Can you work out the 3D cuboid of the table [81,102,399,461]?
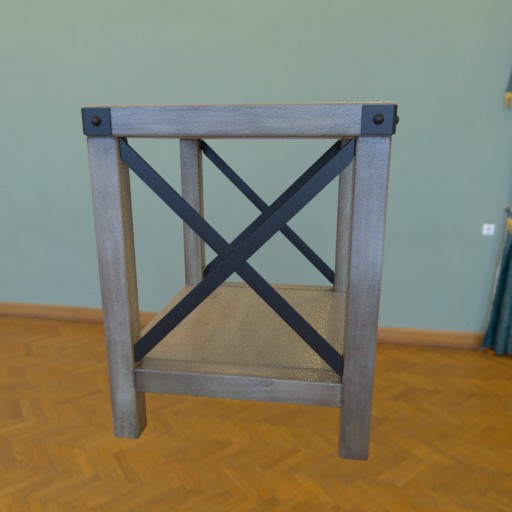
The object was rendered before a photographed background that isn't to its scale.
[{"bbox_3d":[0.000,0.000,0.918,0.459,0.561,0.510,2,15,8],"label":"table"}]
